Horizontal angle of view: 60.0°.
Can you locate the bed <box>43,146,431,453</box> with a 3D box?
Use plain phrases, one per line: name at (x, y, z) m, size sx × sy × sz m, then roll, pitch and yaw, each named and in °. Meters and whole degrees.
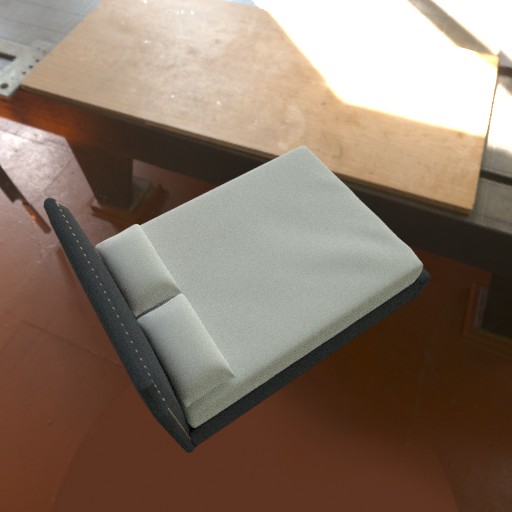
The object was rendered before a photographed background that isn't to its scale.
bed at (0.000, 0.000, 3.446) m, size 2.372 × 1.443 × 1.713 m, roll -29°, pitch 63°, yaw -17°
